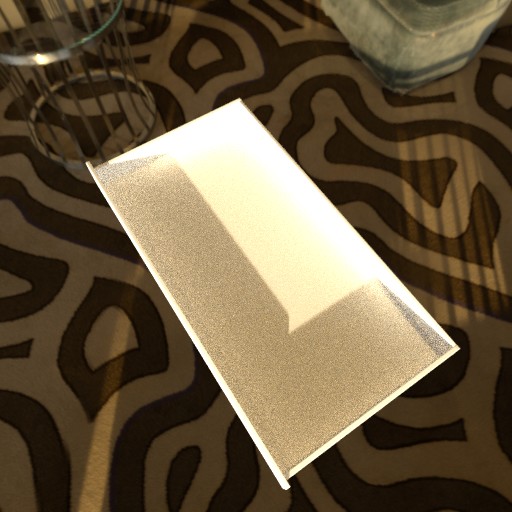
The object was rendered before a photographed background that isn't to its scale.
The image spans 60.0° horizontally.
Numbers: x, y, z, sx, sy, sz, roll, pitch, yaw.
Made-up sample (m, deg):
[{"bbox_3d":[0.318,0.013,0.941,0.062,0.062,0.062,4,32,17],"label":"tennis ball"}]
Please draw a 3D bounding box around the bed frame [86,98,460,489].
[{"bbox_3d":[0.000,0.000,1.560,0.670,0.141,1.300,-31,67,-14],"label":"bed frame"}]
